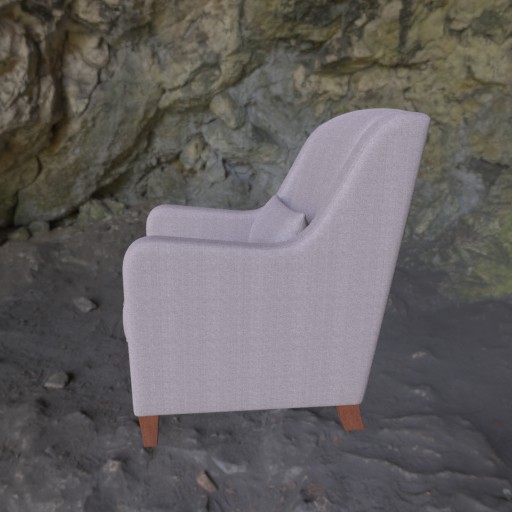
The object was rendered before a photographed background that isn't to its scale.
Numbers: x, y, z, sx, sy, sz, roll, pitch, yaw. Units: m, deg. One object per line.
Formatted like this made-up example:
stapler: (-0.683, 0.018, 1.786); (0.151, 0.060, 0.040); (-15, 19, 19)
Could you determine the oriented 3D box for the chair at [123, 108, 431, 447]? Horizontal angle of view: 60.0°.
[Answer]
chair: (0.000, 0.000, 1.610); (0.890, 1.017, 0.715); (-2, 15, -7)
